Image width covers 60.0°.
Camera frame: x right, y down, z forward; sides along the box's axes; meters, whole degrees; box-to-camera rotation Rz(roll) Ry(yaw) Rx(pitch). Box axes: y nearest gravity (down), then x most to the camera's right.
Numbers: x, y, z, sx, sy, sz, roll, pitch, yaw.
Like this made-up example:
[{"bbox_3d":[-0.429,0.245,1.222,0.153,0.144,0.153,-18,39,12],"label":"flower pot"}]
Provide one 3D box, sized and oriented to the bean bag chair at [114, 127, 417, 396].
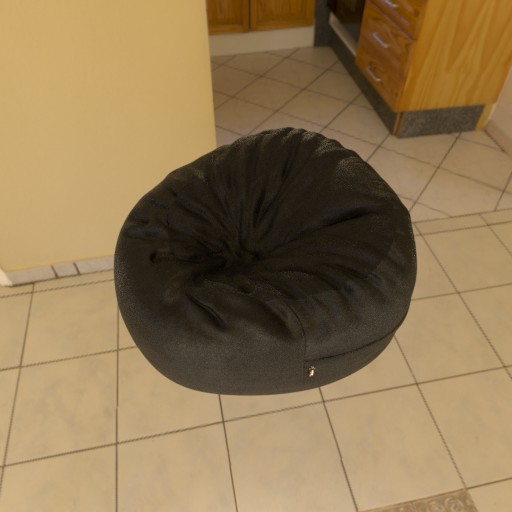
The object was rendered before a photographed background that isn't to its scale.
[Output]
[{"bbox_3d":[0.000,0.000,2.425,1.524,0.878,1.524,-16,50,-14],"label":"bean bag chair"}]
